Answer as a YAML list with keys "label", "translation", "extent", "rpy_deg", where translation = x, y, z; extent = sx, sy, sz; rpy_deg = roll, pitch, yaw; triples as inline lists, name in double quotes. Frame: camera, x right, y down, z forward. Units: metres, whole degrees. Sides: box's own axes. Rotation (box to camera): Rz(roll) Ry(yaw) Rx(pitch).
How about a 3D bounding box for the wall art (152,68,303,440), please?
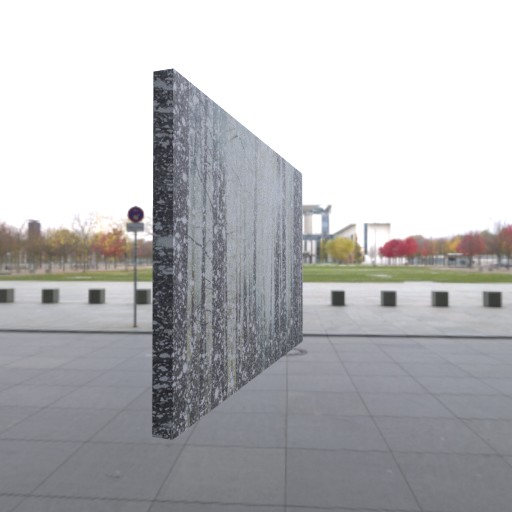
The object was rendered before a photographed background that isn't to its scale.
- label: "wall art"
  translation: [0.000, 0.000, 1.153]
  extent: [0.038, 0.598, 0.919]
  rpy_deg: [0, -1, 19]
